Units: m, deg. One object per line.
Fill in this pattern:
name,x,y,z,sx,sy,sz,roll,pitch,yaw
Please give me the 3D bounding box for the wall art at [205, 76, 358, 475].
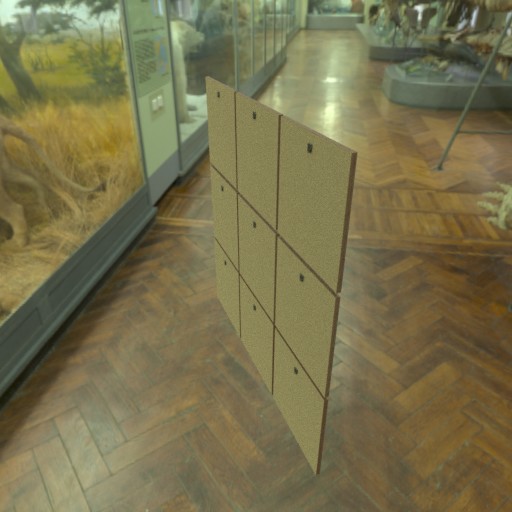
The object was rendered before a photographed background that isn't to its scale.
wall art,0.000,0.000,1.825,0.024,1.218,1.221,-11,32,-19
